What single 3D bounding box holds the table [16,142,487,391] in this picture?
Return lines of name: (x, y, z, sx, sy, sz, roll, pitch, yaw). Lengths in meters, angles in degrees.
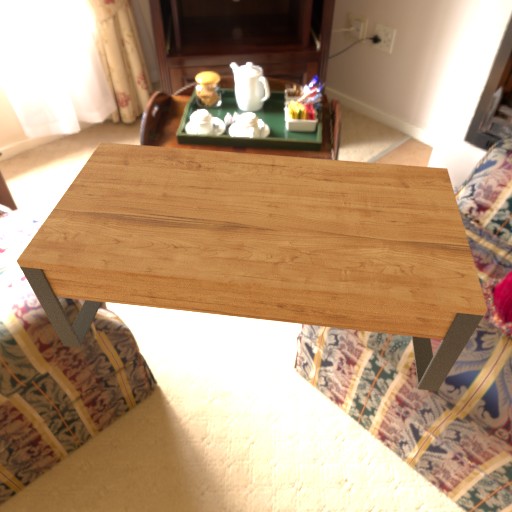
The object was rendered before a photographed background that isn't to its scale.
table: (0.000, 0.000, 1.444, 1.180, 0.400, 0.590, 6, 46, 5)
